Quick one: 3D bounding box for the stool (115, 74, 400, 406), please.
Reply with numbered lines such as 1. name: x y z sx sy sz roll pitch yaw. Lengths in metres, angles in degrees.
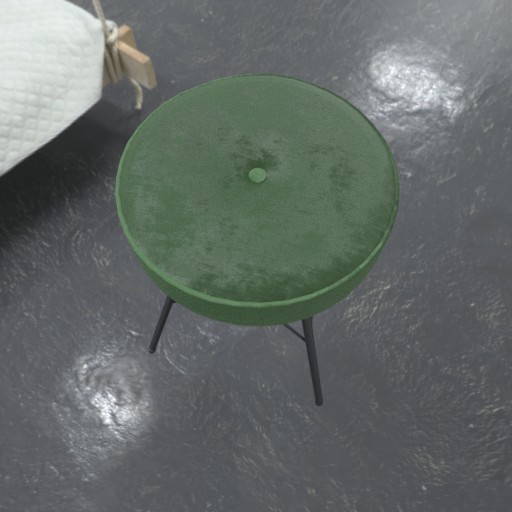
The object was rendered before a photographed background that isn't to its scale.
1. stool: 0.000 0.000 0.919 0.457 0.595 0.430 15 65 7
